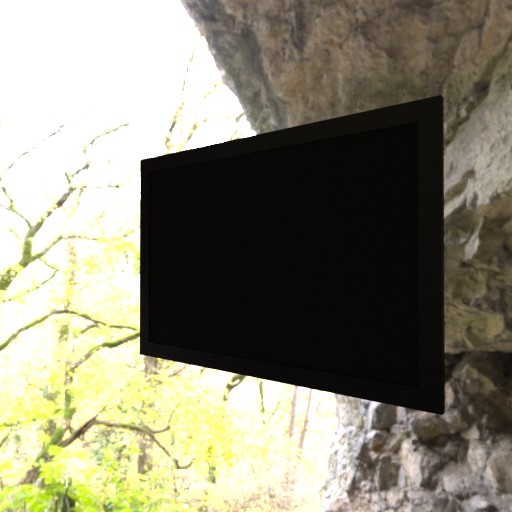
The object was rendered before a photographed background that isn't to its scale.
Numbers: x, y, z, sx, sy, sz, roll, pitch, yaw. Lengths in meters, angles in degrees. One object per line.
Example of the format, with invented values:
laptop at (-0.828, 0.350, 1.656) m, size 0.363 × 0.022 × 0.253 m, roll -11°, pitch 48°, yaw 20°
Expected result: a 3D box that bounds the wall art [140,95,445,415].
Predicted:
wall art at (0.000, 0.000, 0.822) m, size 0.660 × 0.447 × 0.013 m, roll 0°, pitch -1°, yaw 37°
